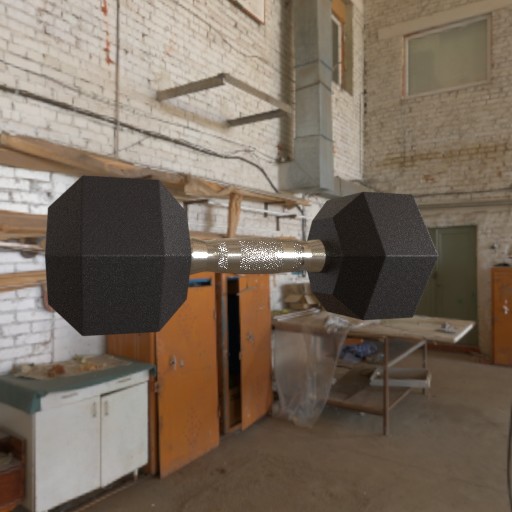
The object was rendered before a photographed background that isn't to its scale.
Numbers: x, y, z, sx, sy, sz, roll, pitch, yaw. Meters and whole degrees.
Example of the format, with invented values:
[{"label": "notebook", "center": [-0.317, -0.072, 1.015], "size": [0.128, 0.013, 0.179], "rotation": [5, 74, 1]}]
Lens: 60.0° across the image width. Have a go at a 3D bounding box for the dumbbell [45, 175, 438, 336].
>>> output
[{"label": "dumbbell", "center": [0.000, 0.000, 0.422], "size": [0.356, 0.123, 0.141], "rotation": [0, 0, -20]}]
